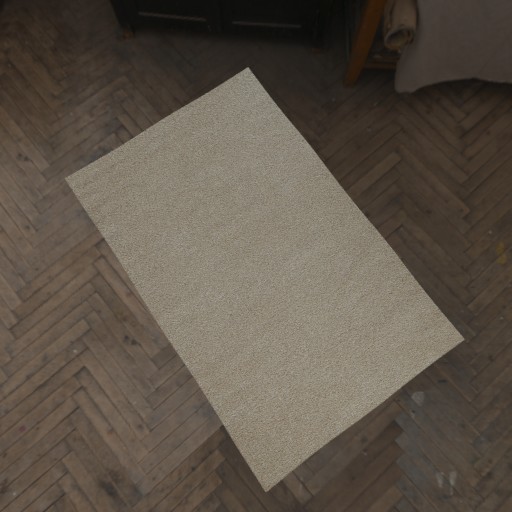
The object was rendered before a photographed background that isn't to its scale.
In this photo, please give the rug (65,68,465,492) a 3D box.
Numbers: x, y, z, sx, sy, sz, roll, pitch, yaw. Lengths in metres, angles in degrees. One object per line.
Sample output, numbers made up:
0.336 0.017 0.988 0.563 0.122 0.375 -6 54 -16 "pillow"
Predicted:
0.000 0.000 2.864 1.500 0.025 2.346 -34 79 -8 "rug"
